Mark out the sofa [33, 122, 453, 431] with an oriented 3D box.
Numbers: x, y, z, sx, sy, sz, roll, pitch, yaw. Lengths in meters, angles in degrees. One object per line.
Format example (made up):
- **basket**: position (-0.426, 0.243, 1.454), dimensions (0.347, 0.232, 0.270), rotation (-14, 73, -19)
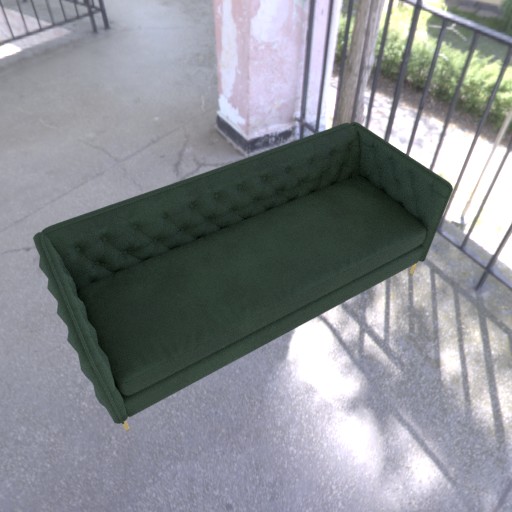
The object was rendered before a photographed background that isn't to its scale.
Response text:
- **sofa**: position (0.000, 0.000, 2.664), dimensions (2.209, 0.771, 0.895), rotation (-24, 51, -21)
